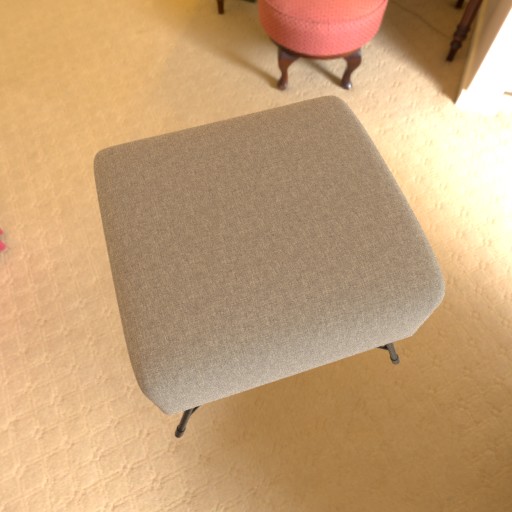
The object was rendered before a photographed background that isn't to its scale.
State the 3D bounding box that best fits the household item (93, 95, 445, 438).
[{"bbox_3d":[0.000,0.000,0.917,0.530,0.410,0.530,-16,64,-8],"label":"household item"}]
